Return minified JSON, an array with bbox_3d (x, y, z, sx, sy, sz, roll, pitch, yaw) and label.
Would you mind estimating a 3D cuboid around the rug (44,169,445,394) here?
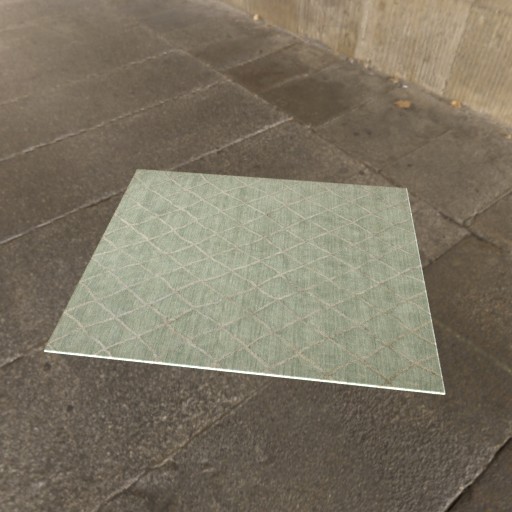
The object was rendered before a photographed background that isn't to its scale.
[{"bbox_3d":[0.000,0.000,4.153,3.039,0.019,2.420,5,47,5],"label":"rug"}]
